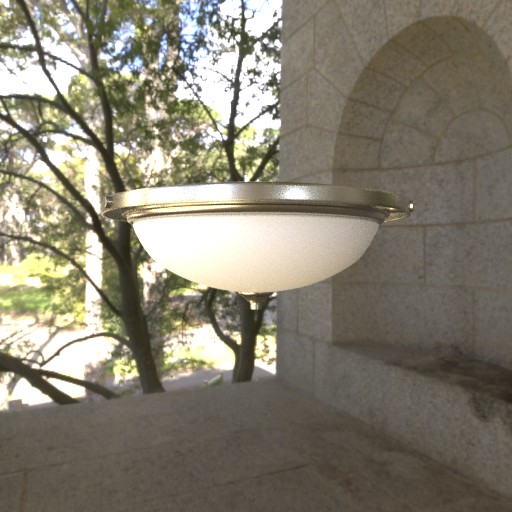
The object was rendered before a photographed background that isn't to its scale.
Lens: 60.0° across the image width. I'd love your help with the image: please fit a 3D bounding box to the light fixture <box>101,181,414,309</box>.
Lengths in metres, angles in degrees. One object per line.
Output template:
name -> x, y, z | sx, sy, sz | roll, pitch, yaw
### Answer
light fixture -> 0.000, 0.000, 0.547 | 0.361, 0.130, 0.361 | 0, 0, 0
